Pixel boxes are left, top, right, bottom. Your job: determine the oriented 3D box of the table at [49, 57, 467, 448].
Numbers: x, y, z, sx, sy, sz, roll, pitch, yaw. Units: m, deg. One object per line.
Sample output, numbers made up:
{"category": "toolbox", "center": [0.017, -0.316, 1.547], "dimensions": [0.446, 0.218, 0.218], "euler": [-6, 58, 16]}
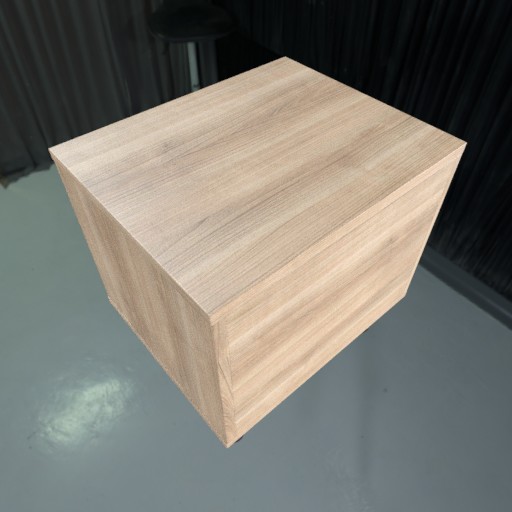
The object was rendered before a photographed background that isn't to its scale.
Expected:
{"category": "table", "center": [0.000, 0.000, 0.782], "dimensions": [0.445, 0.460, 0.380], "euler": [-33, 55, -26]}
